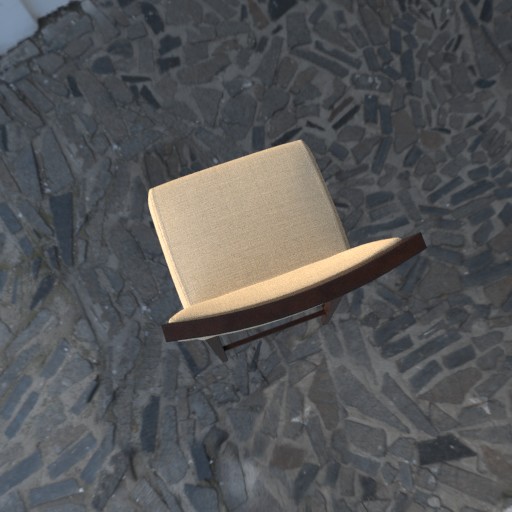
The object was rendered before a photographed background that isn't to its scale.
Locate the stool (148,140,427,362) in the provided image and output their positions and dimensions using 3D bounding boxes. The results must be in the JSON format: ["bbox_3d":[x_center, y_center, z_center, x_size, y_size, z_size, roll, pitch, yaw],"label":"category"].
[{"bbox_3d":[0.000,0.000,1.391,0.511,1.117,0.531,-19,76,-5],"label":"stool"}]
